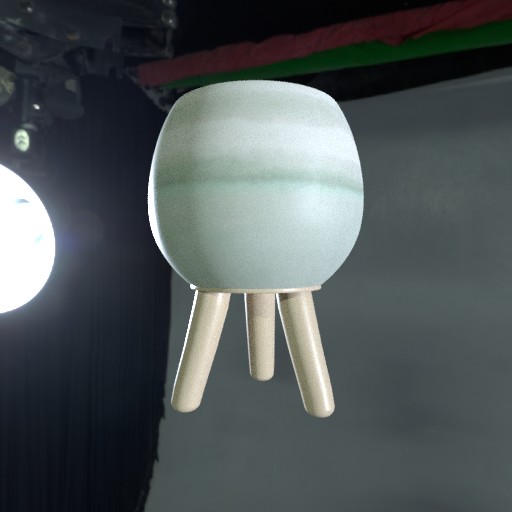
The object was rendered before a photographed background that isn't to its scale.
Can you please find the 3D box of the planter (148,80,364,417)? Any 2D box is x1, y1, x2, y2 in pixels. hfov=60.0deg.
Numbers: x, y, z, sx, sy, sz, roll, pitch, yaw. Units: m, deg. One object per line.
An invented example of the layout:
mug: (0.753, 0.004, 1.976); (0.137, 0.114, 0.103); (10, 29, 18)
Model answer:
planter: (0.000, 0.000, 0.342); (0.161, 0.224, 0.161); (0, 0, 0)
